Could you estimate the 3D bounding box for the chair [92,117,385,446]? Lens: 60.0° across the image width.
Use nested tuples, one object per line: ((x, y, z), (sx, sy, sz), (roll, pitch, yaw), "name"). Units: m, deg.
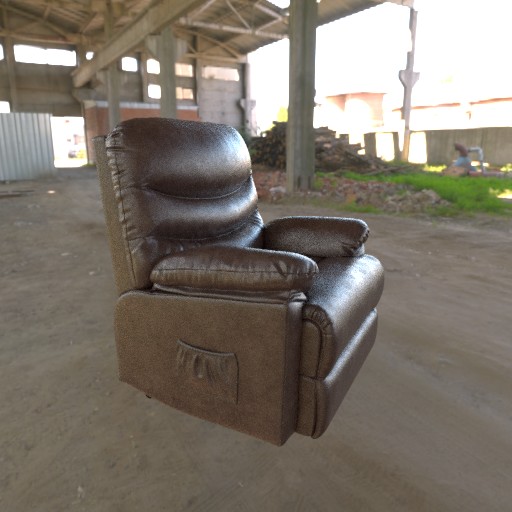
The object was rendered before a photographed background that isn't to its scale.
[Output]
((0.000, 0.000, 1.749), (0.879, 1.041, 0.940), (7, 15, 26), "chair")
